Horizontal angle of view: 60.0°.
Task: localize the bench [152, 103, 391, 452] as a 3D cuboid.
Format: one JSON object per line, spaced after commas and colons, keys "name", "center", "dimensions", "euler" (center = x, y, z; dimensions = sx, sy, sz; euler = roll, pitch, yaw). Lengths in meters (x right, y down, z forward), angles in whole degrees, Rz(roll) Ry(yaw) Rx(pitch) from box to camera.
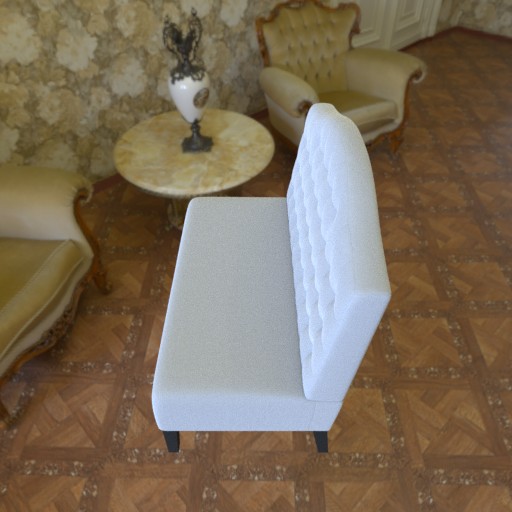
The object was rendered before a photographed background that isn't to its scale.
{"name": "bench", "center": [0.000, 0.000, 2.050], "dimensions": [0.815, 1.180, 1.335], "euler": [0, 42, 0]}
